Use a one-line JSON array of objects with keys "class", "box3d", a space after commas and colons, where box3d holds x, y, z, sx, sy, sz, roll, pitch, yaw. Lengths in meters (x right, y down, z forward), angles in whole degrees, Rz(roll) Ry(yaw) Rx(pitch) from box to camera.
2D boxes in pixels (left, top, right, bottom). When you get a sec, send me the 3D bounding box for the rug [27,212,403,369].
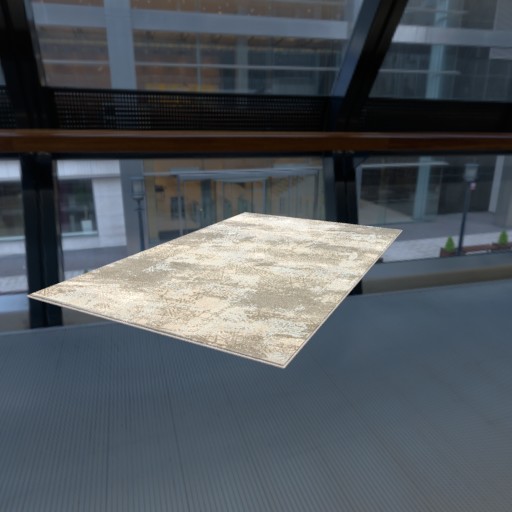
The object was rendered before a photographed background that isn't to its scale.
[{"class": "rug", "box3d": [0.000, 0.000, 3.091, 1.536, 0.012, 2.431, 9, 20, 26]}]
